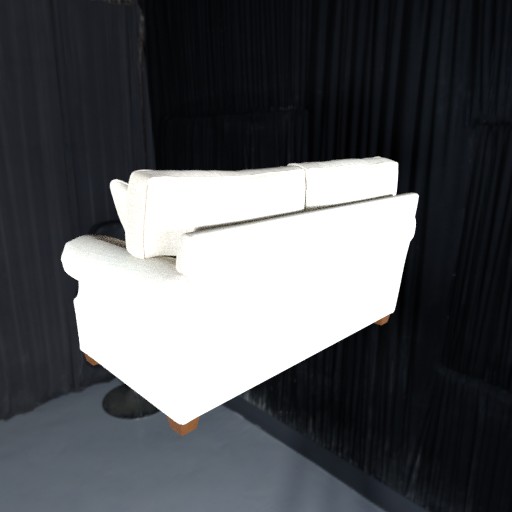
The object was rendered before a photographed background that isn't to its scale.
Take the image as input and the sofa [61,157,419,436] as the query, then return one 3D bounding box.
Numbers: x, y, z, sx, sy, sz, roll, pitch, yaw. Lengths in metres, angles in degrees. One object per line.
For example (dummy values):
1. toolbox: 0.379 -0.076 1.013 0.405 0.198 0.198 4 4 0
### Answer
1. sofa: 0.000 0.000 2.275 1.701 0.966 0.966 -14 21 -43
